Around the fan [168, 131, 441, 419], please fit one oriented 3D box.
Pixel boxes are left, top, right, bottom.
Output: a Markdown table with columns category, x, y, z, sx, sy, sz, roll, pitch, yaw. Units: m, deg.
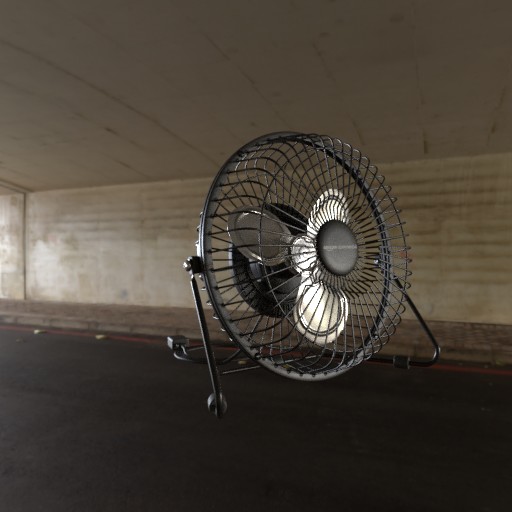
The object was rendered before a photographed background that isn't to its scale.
| category | x | y | z | sx | sy | sz | roll | pitch | yaw |
| --- | --- | --- | --- | --- | --- | --- | --- | --- | --- |
| fan | 0.000 | 0.000 | 0.387 | 0.209 | 0.188 | 0.227 | 0 | 0 | -36 |
